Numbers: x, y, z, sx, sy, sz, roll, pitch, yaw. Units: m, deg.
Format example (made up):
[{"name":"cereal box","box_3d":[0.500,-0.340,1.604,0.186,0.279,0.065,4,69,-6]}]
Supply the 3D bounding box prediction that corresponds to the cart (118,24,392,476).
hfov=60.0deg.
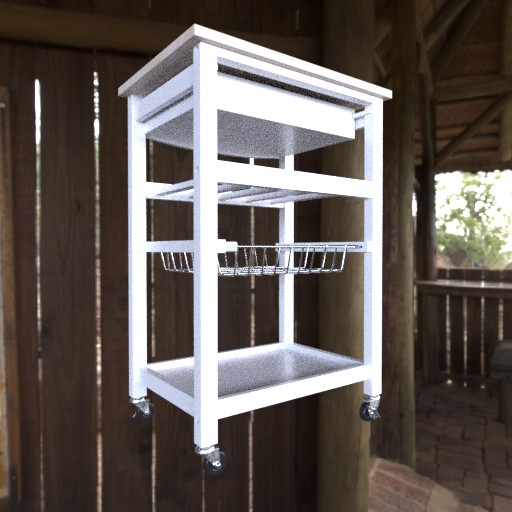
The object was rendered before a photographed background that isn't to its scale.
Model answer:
[{"name":"cart","box_3d":[0.000,0.000,1.148,0.578,0.857,0.406,-1,1,-36]}]
